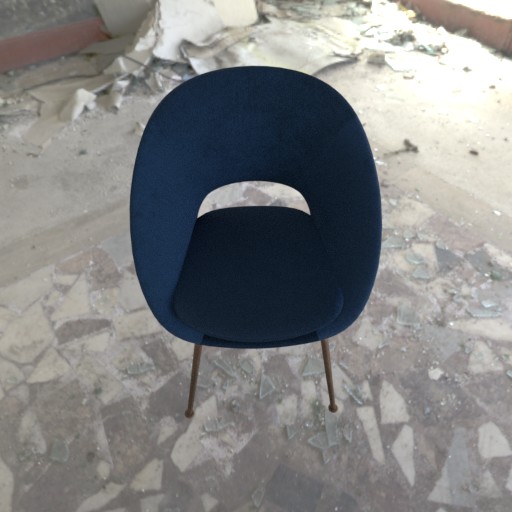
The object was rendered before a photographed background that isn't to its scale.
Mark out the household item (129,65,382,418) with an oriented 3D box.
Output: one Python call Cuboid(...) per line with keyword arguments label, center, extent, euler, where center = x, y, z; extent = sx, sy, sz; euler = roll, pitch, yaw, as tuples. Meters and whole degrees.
Cuboid(label="household item", center=(0.000, 0.000, 1.257), extent=(0.623, 0.852, 0.573), euler=(-2, 47, -2))
